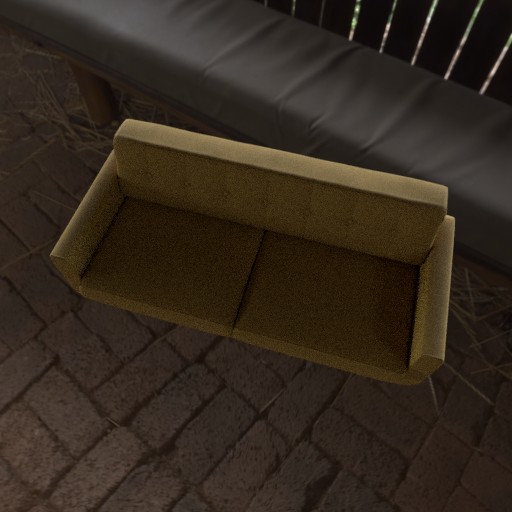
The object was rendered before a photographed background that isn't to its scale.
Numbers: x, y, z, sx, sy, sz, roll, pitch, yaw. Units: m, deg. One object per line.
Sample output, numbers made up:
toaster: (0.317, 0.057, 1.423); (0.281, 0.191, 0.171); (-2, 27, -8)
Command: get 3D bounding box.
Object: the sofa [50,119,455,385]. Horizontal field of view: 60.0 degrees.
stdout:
sofa: (0.000, 0.000, 2.493); (2.029, 0.841, 0.909); (14, 60, 8)
